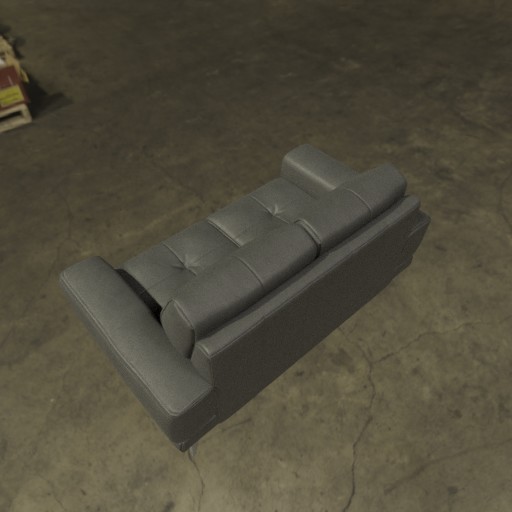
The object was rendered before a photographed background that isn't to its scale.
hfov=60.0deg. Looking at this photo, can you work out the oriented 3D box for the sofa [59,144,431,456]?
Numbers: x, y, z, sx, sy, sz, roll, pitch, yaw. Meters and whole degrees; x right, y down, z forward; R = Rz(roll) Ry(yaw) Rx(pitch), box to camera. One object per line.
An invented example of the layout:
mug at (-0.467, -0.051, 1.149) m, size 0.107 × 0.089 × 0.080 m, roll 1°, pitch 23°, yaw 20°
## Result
sofa at (0.000, 0.000, 2.401) m, size 1.806 × 0.907 × 1.018 m, roll -33°, pitch 55°, yaw -27°
